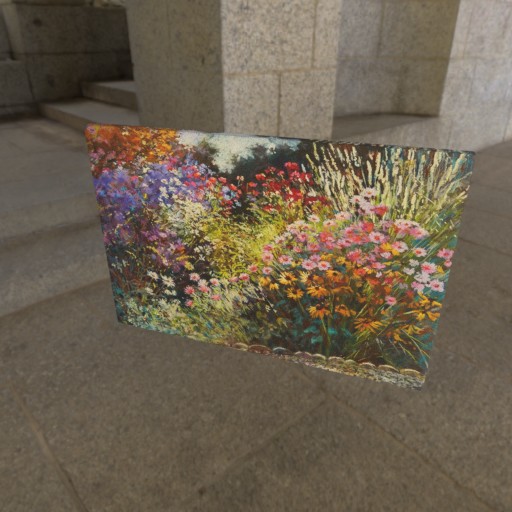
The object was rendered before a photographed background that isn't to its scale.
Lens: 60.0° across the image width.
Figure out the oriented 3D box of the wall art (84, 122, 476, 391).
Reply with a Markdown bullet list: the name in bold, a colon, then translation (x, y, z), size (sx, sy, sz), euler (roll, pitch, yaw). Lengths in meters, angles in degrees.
- **wall art**: translation (0.000, 0.000, 1.422), size (1.136, 0.760, 0.042), euler (9, 29, 17)
